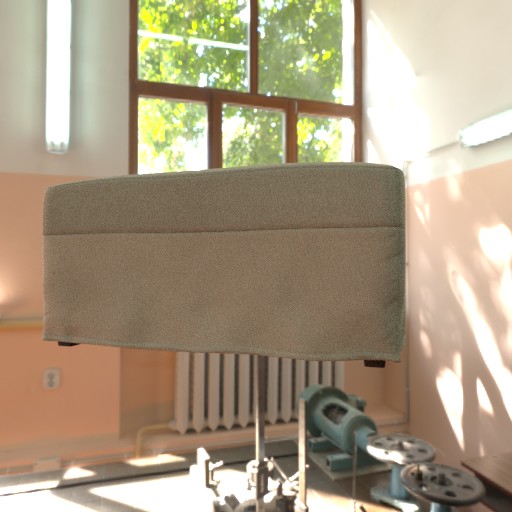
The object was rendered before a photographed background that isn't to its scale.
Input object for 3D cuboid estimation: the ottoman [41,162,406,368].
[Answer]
[{"bbox_3d":[0.000,0.000,1.317,0.842,0.441,0.843,0,-1,18],"label":"ottoman"}]
